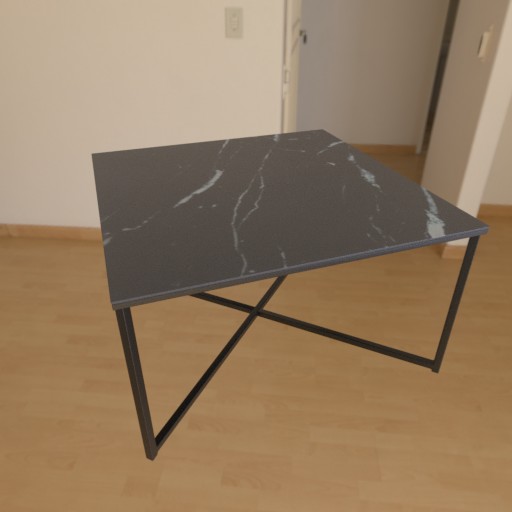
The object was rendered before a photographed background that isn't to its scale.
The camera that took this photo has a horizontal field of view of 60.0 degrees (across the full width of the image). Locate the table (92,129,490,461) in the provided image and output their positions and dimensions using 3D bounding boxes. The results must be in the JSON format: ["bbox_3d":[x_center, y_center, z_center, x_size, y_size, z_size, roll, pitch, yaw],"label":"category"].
[{"bbox_3d":[0.000,0.000,1.290,0.800,0.450,0.800,-11,33,-17],"label":"table"}]
